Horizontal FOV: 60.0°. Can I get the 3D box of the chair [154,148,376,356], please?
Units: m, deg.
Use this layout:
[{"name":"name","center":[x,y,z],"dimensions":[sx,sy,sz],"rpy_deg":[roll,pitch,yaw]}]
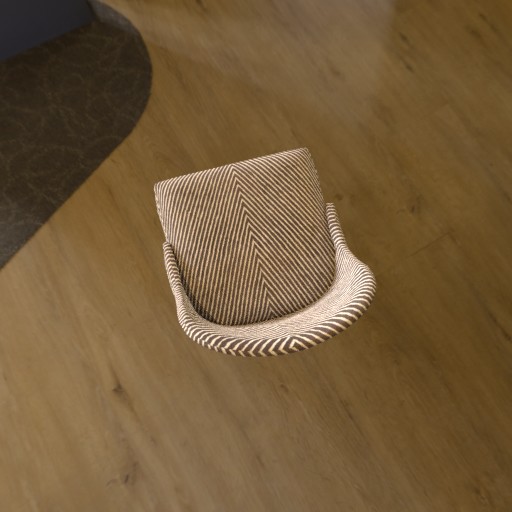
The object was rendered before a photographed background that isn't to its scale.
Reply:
[{"name":"chair","center":[0.000,0.000,1.273],"dimensions":[0.504,0.883,0.591],"rpy_deg":[-14,76,-4]}]
